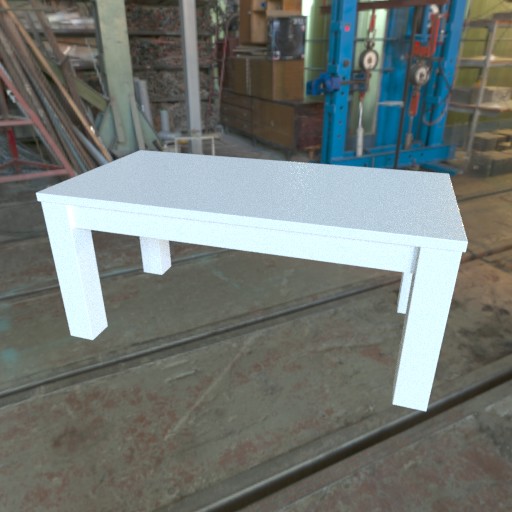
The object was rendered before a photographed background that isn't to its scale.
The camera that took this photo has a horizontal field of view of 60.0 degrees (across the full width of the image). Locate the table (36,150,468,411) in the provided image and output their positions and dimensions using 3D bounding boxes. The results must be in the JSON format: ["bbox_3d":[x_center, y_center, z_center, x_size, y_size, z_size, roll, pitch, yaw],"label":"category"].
[{"bbox_3d":[0.000,0.000,2.314,1.800,0.790,0.900,8,27,16],"label":"table"}]
